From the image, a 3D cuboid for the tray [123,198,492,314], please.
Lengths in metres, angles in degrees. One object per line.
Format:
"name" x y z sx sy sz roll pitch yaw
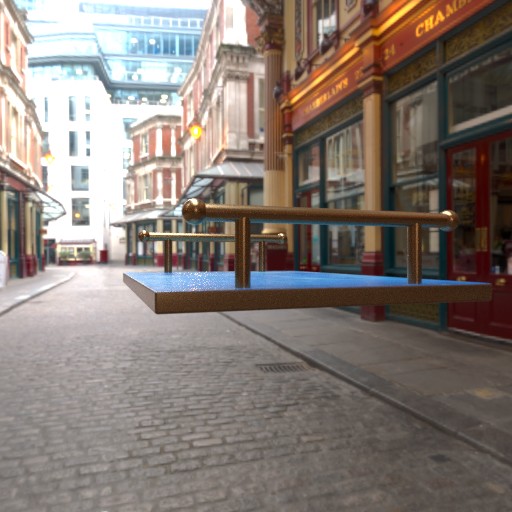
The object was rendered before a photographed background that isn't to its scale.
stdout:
"tray" 0.000 0.000 0.565 0.304 0.084 0.444 0 0 -19
